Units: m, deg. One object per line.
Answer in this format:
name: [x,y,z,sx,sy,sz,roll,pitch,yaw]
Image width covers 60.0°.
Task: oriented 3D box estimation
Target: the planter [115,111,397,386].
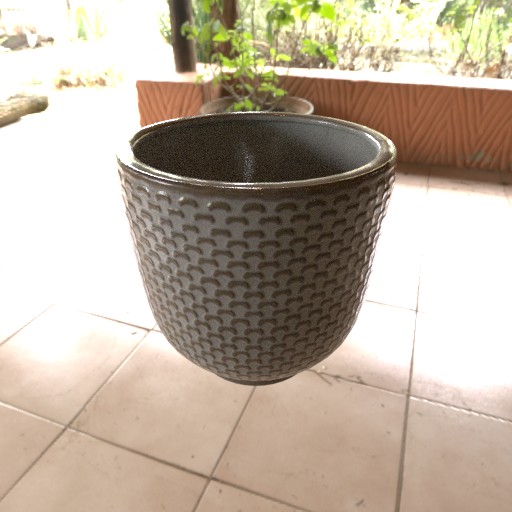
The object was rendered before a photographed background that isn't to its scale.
planter: [0.000,0.000,0.362,0.197,0.191,0.197,0,30,0]
